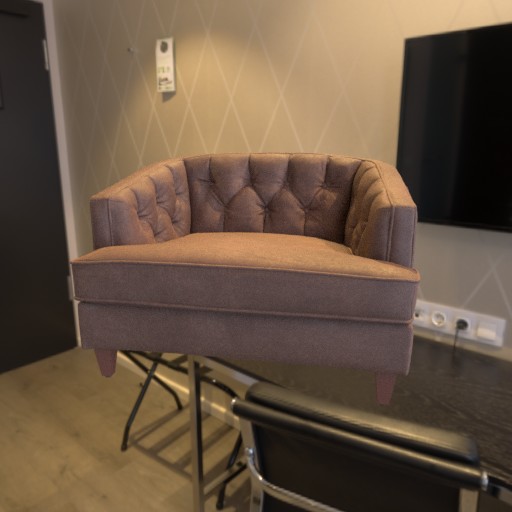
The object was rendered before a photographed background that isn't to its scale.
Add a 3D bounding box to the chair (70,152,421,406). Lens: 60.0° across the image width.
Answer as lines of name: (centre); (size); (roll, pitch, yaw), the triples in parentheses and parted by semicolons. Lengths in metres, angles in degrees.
chair: (0.000, 0.000, 1.749); (1.118, 0.787, 0.914); (3, 14, 10)
